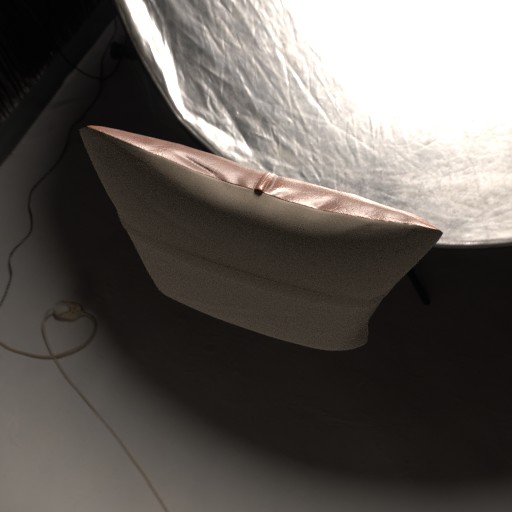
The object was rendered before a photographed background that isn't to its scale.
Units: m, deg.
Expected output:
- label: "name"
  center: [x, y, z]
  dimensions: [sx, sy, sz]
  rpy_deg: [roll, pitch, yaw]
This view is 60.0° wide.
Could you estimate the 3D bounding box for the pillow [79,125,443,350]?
- label: "pillow"
  center: [0.000, 0.000, 0.746]
  dimensions: [0.484, 0.470, 0.192]
  rpy_deg: [17, 65, 8]
